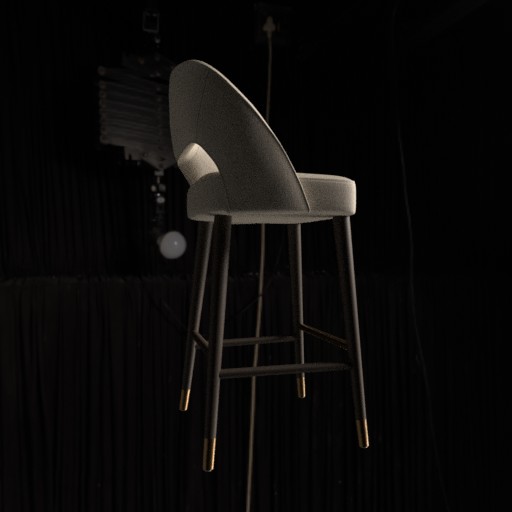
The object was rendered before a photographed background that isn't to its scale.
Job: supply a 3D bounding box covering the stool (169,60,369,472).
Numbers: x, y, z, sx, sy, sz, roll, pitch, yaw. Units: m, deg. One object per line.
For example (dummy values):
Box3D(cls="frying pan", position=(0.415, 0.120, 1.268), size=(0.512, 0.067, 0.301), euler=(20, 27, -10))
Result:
Box3D(cls="stool", position=(0.000, 0.000, 1.335), size=(0.509, 1.037, 0.494), euler=(0, 1, -17))
